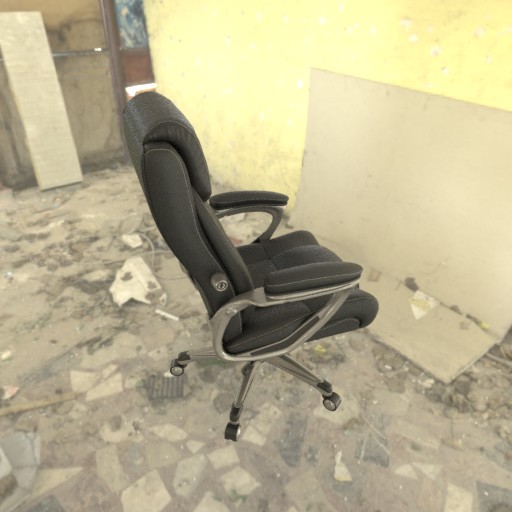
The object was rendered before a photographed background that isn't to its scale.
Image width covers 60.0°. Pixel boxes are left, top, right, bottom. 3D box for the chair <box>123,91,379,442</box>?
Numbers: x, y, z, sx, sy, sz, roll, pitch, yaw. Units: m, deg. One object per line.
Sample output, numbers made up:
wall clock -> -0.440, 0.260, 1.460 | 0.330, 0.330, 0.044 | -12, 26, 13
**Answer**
chair -> 0.000, 0.000, 1.655 | 0.784, 1.167, 0.741 | -11, 33, -17
